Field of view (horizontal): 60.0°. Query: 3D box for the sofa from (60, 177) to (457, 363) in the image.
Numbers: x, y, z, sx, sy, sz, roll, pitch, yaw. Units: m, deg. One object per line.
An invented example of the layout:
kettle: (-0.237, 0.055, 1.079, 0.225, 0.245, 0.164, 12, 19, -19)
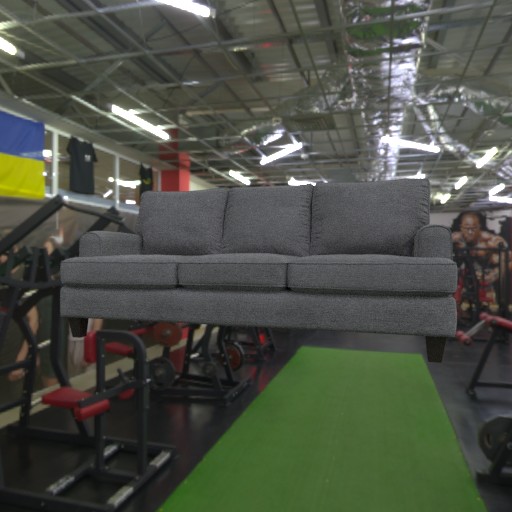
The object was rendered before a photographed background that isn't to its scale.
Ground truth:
sofa: (0.000, 0.000, 2.700, 2.158, 0.965, 0.951, 0, 0, 18)
